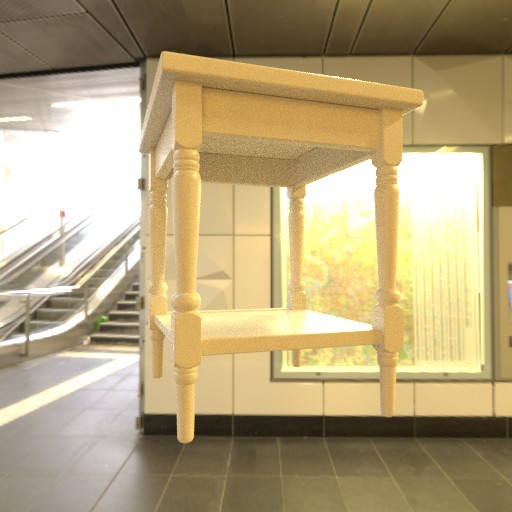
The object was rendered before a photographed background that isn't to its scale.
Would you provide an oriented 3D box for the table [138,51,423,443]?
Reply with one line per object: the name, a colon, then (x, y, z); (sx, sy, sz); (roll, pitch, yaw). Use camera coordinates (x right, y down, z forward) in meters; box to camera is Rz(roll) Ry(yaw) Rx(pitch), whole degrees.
table: (0.000, 0.000, 0.914); (0.442, 0.565, 0.488); (0, -1, -19)
